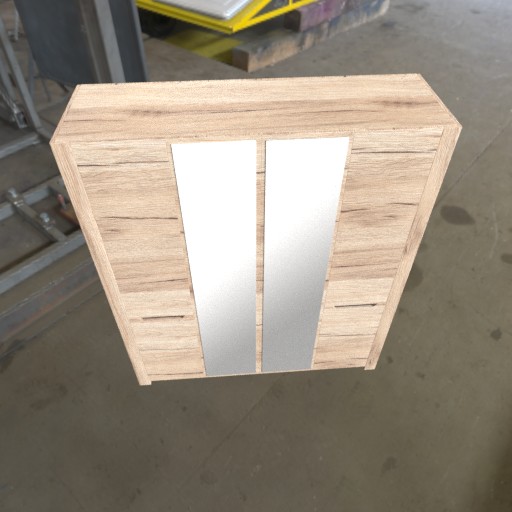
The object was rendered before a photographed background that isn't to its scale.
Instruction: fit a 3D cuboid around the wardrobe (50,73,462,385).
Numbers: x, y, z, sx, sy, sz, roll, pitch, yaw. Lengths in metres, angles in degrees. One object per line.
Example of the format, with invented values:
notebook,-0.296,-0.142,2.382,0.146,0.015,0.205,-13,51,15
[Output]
wardrobe,0.000,0.000,2.868,1.810,2.070,0.580,-3,45,-3
